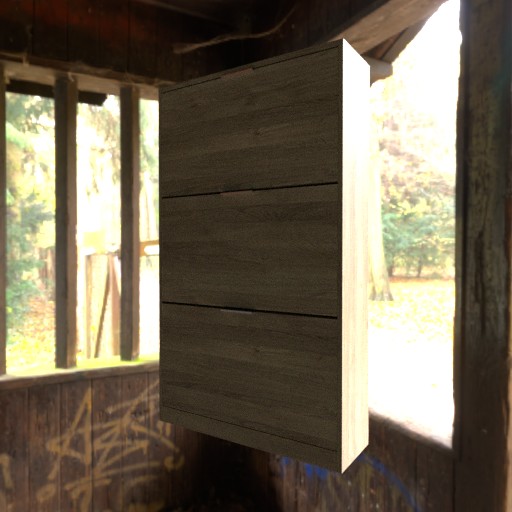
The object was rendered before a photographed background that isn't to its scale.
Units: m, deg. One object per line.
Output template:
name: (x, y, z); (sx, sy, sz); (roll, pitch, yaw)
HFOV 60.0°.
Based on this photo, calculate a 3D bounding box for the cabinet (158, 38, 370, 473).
cabinet: (0.000, 0.000, 1.599); (0.750, 1.280, 0.250); (1, 1, 33)
